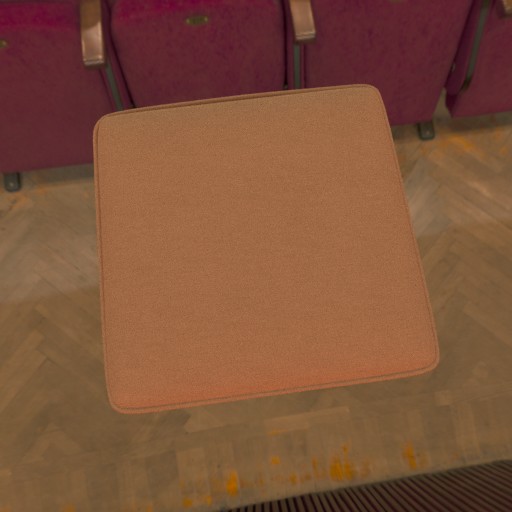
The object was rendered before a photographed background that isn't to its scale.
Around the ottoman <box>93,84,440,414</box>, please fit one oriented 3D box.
[{"bbox_3d":[0.000,0.000,1.027,0.616,0.438,0.613,-7,76,-2],"label":"ottoman"}]
